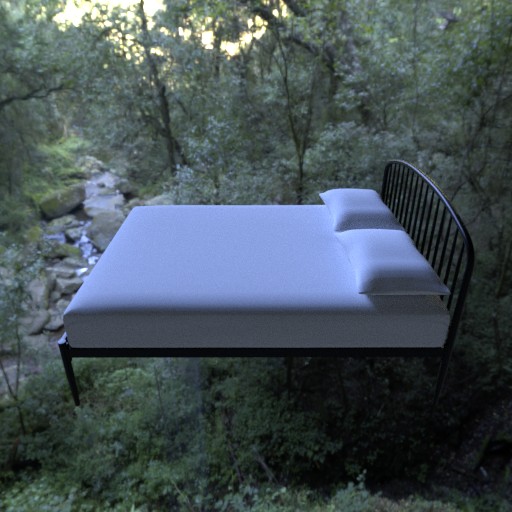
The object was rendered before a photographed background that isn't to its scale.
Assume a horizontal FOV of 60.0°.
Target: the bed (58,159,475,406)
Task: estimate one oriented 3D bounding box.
[{"bbox_3d":[0.000,0.000,3.057,2.159,1.166,1.618,0,28,0],"label":"bed"}]
